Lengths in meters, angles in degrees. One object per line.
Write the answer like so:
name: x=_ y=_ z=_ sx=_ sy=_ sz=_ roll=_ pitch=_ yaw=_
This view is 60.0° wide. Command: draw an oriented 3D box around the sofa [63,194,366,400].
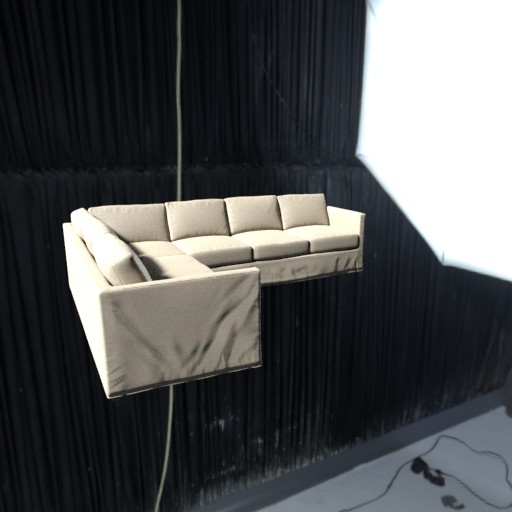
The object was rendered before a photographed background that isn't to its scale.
sofa: x=0.000 y=0.000 z=4.215 sx=3.182 sy=0.871 sz=2.432 roll=-7 pitch=16 yaw=-26
